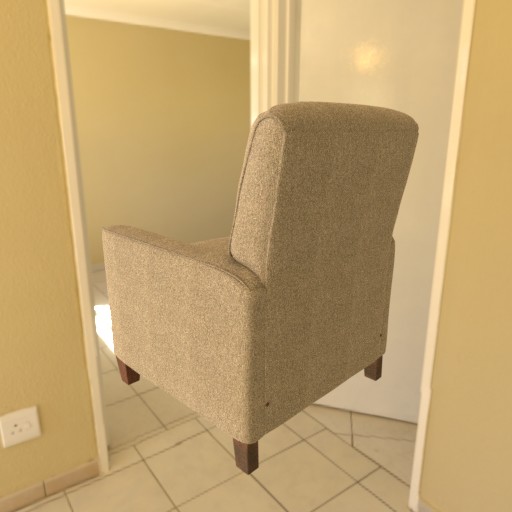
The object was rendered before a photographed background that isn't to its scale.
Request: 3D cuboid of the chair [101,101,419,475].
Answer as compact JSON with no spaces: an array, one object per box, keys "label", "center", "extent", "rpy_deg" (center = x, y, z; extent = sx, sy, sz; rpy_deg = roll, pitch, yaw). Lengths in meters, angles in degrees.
[{"label":"chair","center":[0.000,0.000,1.619],"extent":[0.858,1.028,0.841],"rpy_deg":[15,22,43]}]
